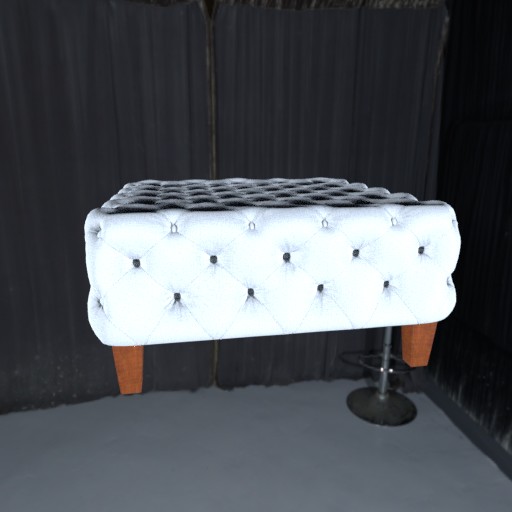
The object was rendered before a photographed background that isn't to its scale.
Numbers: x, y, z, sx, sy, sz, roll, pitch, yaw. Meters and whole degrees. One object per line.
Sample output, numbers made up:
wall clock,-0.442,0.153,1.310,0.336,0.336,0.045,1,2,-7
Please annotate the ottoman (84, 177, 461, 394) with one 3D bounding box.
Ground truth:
ottoman,0.000,0.000,1.194,0.758,0.365,0.764,-3,15,-10
